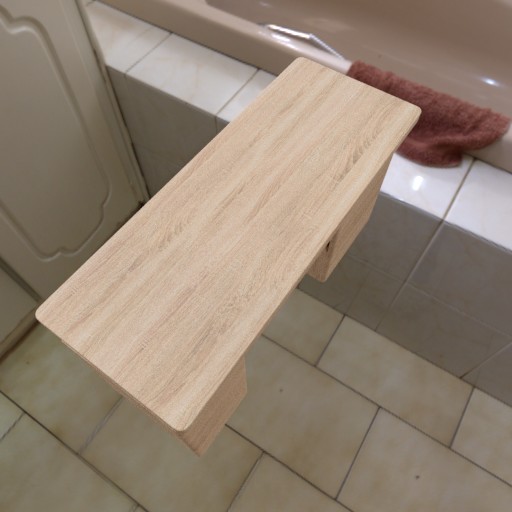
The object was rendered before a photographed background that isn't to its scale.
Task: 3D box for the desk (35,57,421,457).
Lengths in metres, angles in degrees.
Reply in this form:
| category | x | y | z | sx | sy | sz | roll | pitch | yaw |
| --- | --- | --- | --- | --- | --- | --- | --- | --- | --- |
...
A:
| category | x | y | z | sx | sy | sz | roll | pitch | yaw |
| --- | --- | --- | --- | --- | --- | --- | --- | --- | --- |
| desk | 0.000 | 0.000 | 1.774 | 0.550 | 0.760 | 1.400 | 31 | 64 | 17 |
